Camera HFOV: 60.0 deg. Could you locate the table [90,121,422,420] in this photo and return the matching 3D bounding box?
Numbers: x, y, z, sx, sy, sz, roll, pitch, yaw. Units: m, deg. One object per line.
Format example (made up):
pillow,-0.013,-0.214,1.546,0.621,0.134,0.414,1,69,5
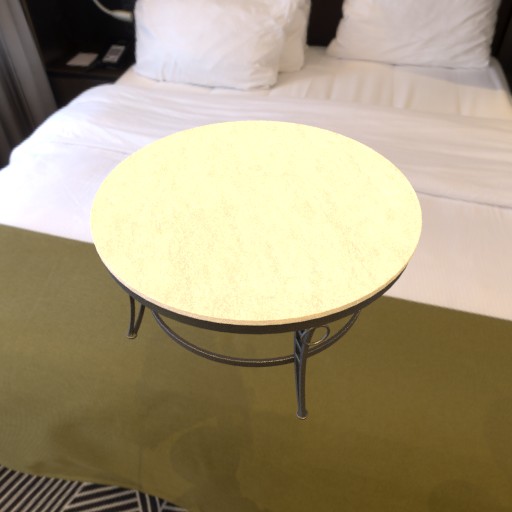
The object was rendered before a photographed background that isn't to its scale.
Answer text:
table,0.000,0.000,1.390,0.889,0.470,0.889,0,43,0
